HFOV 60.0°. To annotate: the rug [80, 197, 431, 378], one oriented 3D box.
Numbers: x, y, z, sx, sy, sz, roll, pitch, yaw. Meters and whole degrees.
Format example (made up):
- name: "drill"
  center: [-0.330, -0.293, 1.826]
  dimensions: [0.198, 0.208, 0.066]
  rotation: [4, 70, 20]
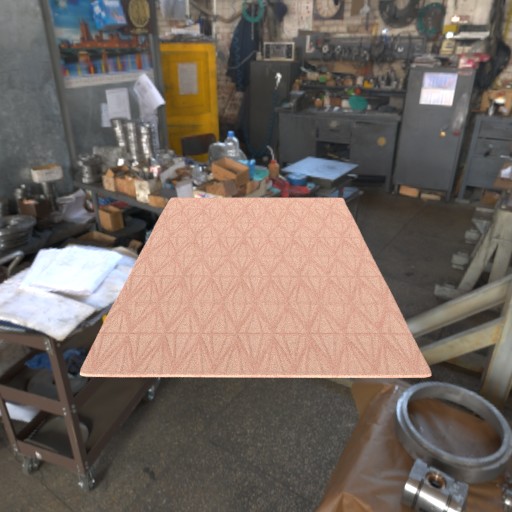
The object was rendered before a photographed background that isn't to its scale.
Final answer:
- name: "rug"
  center: [0.000, 0.000, 3.045]
  dimensions: [1.609, 0.015, 2.390]
  rotation: [0, 27, 0]
